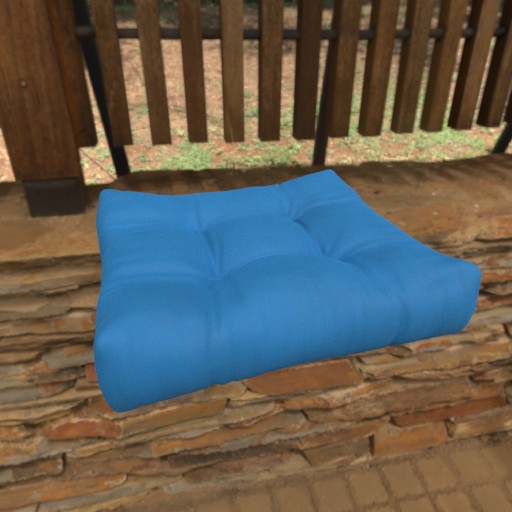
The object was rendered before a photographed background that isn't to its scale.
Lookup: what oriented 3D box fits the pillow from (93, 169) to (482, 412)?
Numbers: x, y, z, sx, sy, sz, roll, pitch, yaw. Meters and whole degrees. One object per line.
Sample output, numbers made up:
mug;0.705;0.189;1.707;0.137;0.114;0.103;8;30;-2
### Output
pillow;0.000;0.000;0.713;0.490;0.128;0.468;-8;30;-15
